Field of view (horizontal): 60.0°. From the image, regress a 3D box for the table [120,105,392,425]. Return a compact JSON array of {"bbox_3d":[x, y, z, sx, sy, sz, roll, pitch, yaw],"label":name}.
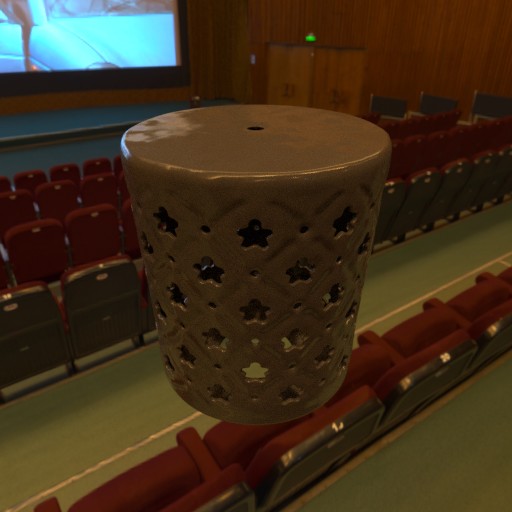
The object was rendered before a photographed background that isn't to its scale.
[{"bbox_3d":[0.000,0.000,0.677,0.352,0.387,0.352,0,30,0],"label":"table"}]
